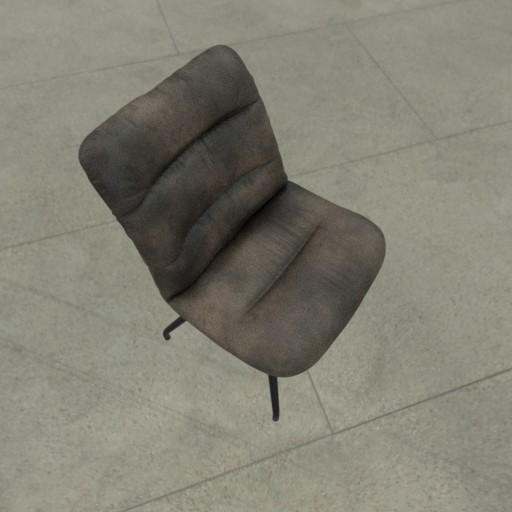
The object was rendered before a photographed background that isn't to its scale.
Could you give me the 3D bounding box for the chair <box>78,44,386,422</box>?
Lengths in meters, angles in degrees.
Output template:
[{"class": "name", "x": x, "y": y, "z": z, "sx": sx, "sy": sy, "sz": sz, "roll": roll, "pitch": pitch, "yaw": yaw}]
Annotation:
[{"class": "chair", "x": 0.000, "y": 0.000, "z": 1.247, "sx": 0.622, "sy": 0.870, "sz": 0.549, "roll": 32, "pitch": 63, "yaw": 19}]
